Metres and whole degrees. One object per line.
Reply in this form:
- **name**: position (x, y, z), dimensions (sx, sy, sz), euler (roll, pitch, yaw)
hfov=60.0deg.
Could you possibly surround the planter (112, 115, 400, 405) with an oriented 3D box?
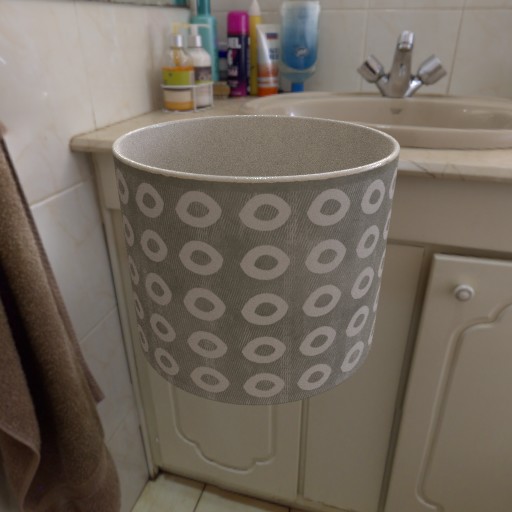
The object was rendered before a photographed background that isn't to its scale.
- **planter**: position (0.000, 0.000, 0.344), dimensions (0.190, 0.181, 0.190), euler (0, 27, 0)
